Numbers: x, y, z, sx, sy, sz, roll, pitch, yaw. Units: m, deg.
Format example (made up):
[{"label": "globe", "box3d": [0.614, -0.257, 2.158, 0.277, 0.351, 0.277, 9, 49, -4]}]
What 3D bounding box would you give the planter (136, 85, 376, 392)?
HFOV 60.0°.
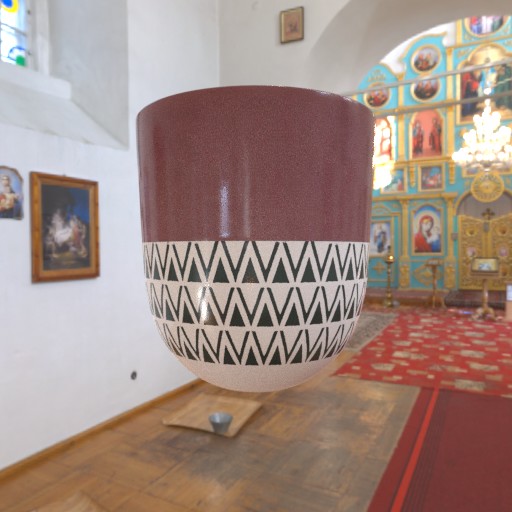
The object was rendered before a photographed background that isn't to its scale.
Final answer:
[{"label": "planter", "box3d": [0.000, 0.000, 0.372, 0.195, 0.214, 0.195, 0, 1, 0]}]
